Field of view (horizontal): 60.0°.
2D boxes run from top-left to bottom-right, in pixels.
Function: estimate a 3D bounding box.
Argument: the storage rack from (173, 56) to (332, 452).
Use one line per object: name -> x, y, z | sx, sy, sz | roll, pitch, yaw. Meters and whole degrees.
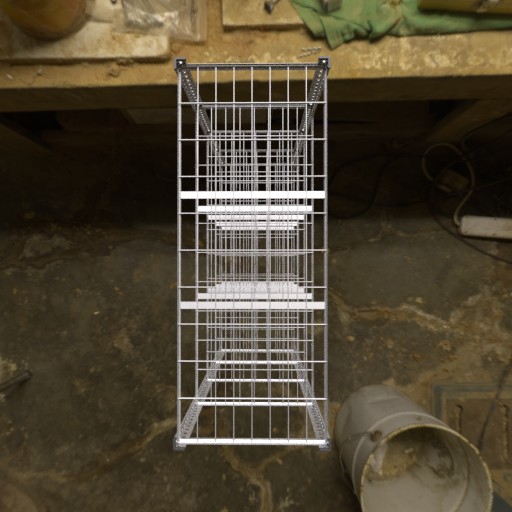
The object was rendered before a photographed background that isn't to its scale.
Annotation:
storage rack -> 0.000, 0.000, 2.698 | 0.610, 1.981, 1.524 | 0, 89, 1
